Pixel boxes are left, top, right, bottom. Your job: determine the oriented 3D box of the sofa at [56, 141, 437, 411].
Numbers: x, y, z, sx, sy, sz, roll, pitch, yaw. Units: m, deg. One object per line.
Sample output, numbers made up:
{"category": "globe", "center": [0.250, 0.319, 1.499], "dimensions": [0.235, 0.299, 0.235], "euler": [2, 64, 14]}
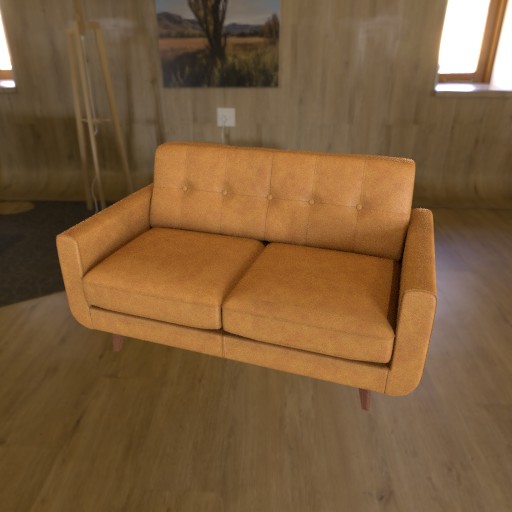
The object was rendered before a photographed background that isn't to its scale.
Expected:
{"category": "sofa", "center": [0.000, 0.000, 2.236], "dimensions": [1.651, 0.925, 0.952], "euler": [8, 27, 17]}
